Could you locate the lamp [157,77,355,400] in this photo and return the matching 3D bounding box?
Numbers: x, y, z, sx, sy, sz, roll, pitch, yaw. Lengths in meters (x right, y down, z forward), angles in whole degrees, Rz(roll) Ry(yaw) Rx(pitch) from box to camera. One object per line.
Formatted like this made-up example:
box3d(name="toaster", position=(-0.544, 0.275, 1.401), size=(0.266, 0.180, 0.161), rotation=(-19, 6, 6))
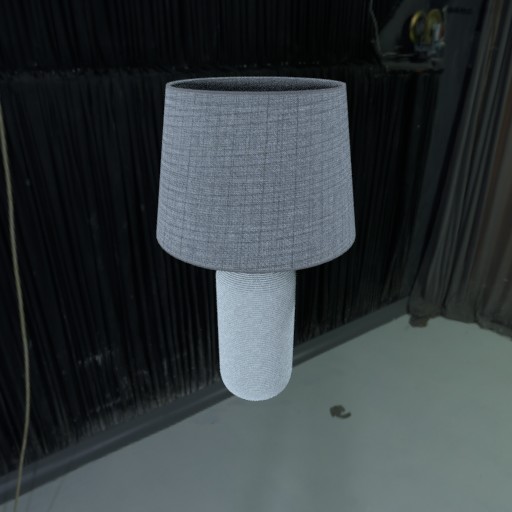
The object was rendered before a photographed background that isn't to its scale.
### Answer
box3d(name="lamp", position=(0.000, 0.000, 0.589), size=(0.251, 0.429, 0.251), rotation=(0, 26, 0))
